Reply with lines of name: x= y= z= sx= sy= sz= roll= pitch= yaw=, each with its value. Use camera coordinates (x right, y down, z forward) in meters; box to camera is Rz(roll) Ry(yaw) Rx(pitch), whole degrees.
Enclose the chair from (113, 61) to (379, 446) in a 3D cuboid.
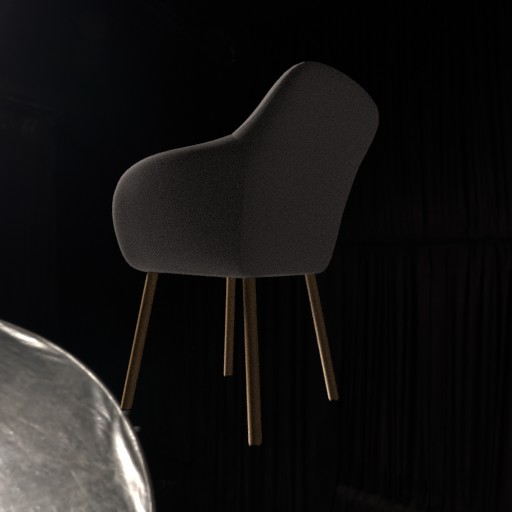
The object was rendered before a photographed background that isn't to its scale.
chair: x=0.000 y=0.000 z=1.214 sx=0.590 sy=0.830 sz=0.570 roll=0 pitch=0 yaw=36
